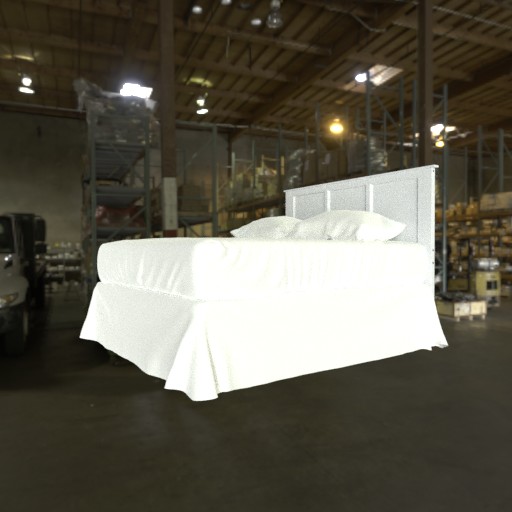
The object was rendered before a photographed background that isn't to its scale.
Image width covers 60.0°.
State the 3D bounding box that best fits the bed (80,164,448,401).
[{"bbox_3d":[0.000,0.000,3.205,2.047,1.269,1.876,-1,1,-36],"label":"bed"}]
